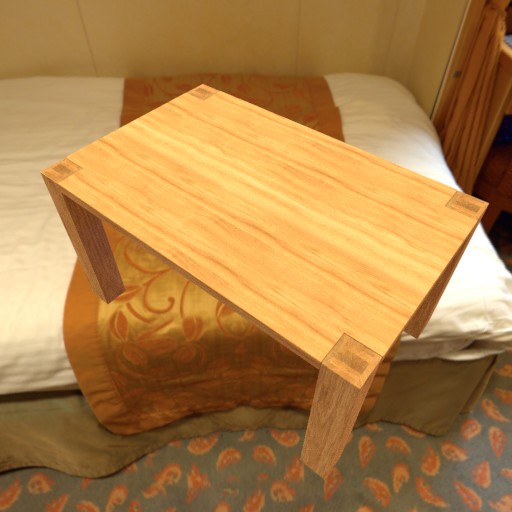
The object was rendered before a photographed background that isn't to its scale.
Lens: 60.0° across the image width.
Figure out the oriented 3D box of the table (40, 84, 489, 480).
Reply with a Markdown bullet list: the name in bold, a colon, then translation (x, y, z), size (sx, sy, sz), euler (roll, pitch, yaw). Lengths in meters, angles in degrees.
- **table**: translation (0.000, 0.000, 1.910), size (1.400, 0.760, 0.900), euler (31, 55, 25)
